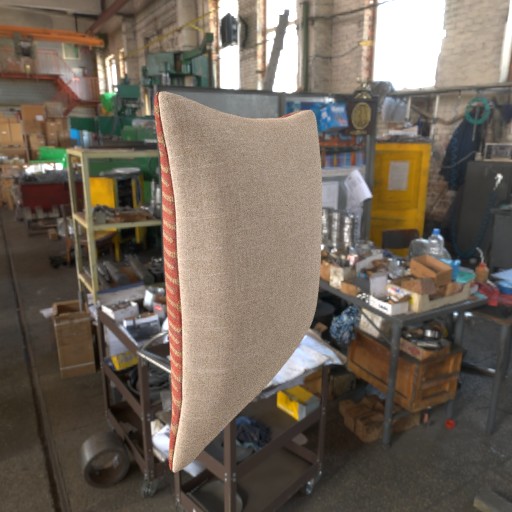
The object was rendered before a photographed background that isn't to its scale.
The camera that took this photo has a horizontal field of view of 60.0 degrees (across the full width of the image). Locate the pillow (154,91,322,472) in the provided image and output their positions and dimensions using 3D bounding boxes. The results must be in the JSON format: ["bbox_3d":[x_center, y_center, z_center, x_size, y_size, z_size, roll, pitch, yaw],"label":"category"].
[{"bbox_3d":[0.000,0.000,0.768,0.182,0.503,0.511,7,17,25],"label":"pillow"}]
